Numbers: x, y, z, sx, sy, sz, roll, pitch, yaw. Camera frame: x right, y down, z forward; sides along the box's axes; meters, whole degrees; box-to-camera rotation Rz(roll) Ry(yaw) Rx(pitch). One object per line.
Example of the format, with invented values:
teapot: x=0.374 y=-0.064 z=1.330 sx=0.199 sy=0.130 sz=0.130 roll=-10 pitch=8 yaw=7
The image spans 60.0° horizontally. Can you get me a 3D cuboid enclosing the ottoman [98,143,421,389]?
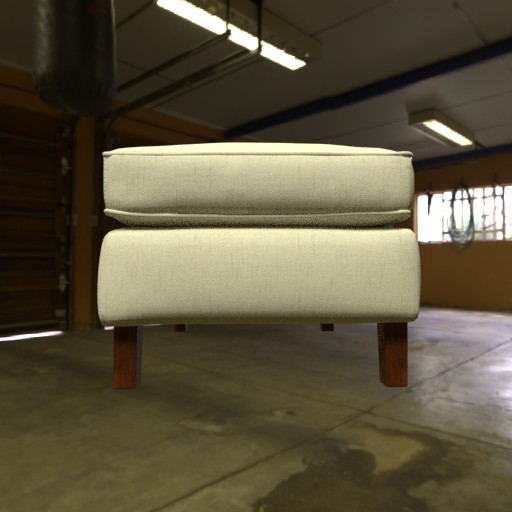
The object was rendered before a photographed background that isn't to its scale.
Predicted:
ottoman: x=0.000 y=0.000 z=0.952 sx=0.501 sy=0.406 sz=0.665 roll=0 pitch=-1 yaw=-1
